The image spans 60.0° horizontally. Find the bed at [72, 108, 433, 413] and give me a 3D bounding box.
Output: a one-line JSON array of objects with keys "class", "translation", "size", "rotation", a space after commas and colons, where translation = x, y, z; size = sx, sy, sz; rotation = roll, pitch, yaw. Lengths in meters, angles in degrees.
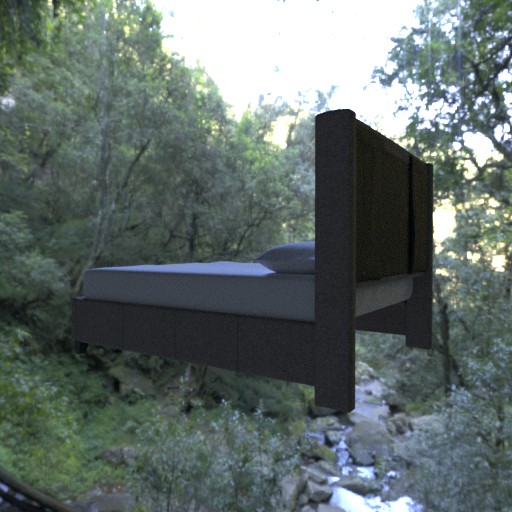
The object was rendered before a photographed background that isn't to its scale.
[{"class": "bed", "translation": [0.000, 0.000, 3.442], "size": [2.245, 1.476, 1.714], "rotation": [1, 1, 34]}]
